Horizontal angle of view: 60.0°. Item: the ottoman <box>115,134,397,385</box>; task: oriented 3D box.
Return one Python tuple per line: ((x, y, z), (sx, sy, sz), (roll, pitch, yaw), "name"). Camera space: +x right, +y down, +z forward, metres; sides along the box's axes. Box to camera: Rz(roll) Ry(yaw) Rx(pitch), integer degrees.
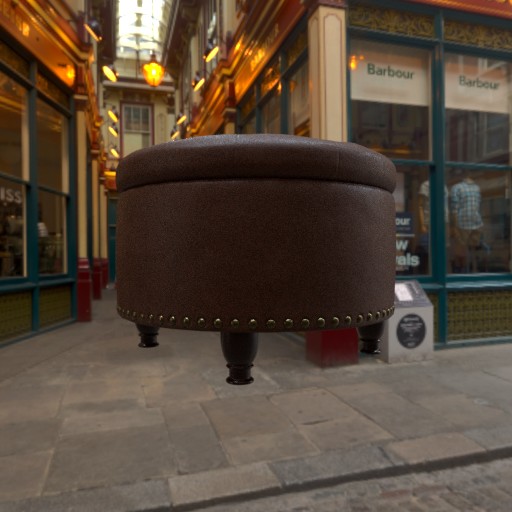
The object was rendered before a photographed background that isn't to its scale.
((0.000, 0.000, 1.054), (0.637, 0.442, 0.637), (0, 1, 0), "ottoman")
